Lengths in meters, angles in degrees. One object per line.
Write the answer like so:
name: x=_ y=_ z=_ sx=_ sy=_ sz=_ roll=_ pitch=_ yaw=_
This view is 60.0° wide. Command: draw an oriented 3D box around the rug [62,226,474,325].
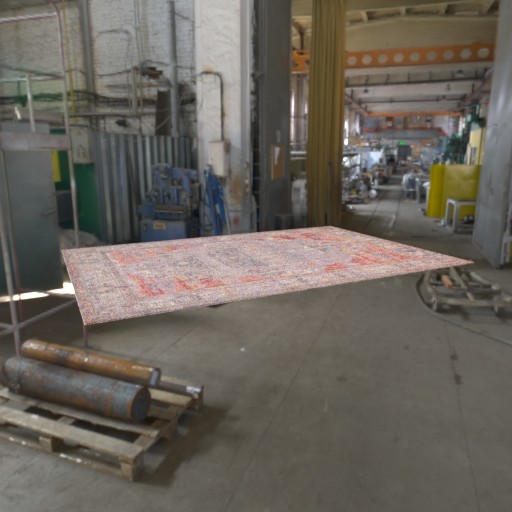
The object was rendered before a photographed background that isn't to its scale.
rug: x=0.000 y=0.000 z=2.347 sx=1.829 sy=0.005 sz=1.219 roll=-7 pitch=15 yaw=-26
